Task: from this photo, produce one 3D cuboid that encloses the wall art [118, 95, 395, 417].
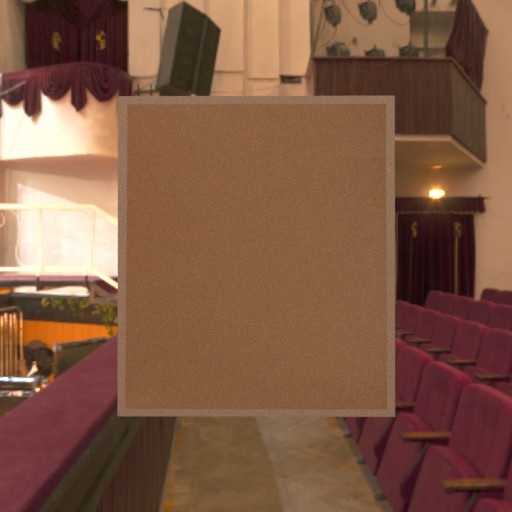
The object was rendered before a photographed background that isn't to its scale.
[{"bbox_3d":[0.000,0.000,0.775,0.482,0.557,0.012,0,0,0],"label":"wall art"}]
